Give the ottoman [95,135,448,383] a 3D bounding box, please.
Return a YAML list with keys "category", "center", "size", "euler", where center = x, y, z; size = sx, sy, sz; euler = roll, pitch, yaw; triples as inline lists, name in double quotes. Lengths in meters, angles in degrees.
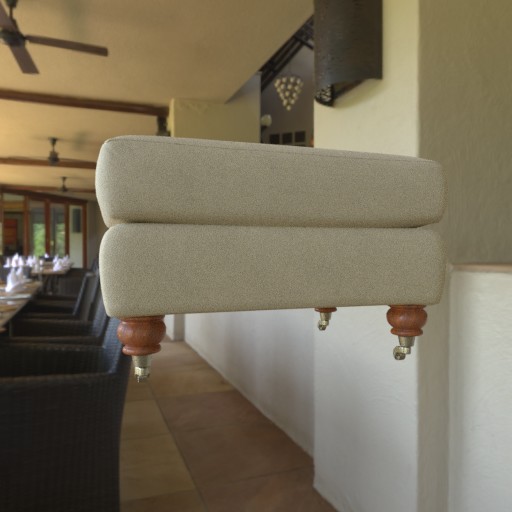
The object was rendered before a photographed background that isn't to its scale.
- category: "ottoman"
  center: [0.000, 0.000, 1.150]
  size: [0.773, 0.504, 0.569]
  euler: [0, 1, -18]
